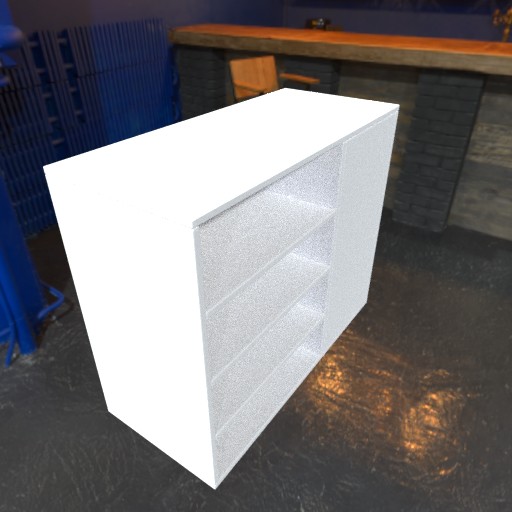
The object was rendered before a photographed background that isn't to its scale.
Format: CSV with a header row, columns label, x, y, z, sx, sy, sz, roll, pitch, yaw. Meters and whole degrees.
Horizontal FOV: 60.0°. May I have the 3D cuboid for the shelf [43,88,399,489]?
label,x,y,z,sx,sy,sz,roll,pitch,yaw
shelf,0.000,0.000,1.280,0.396,0.732,0.895,21,38,29
